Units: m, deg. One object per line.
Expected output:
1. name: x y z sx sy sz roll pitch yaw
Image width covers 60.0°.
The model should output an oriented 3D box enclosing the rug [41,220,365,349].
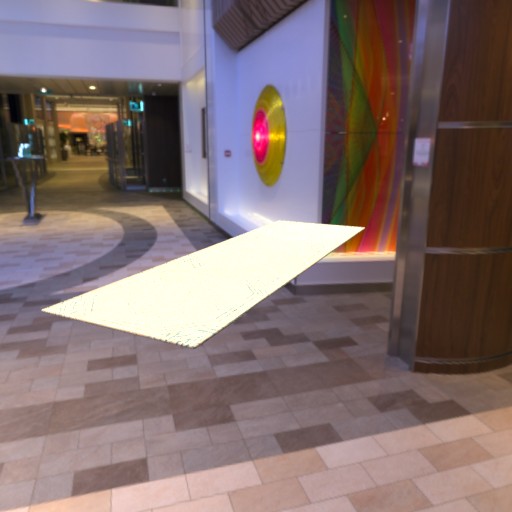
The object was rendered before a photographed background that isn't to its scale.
1. rug: 0.000 0.000 2.738 0.775 0.012 2.452 7 16 26
